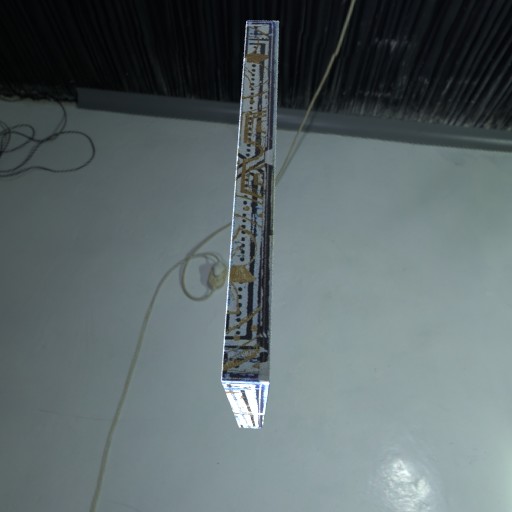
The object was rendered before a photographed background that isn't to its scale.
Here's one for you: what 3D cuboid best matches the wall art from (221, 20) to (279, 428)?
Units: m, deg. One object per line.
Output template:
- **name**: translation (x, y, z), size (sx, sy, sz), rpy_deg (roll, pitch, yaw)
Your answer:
- **wall art**: translation (0.000, 0.000, 0.610), size (0.038, 0.410, 0.411), rpy_deg (2, 64, 1)
